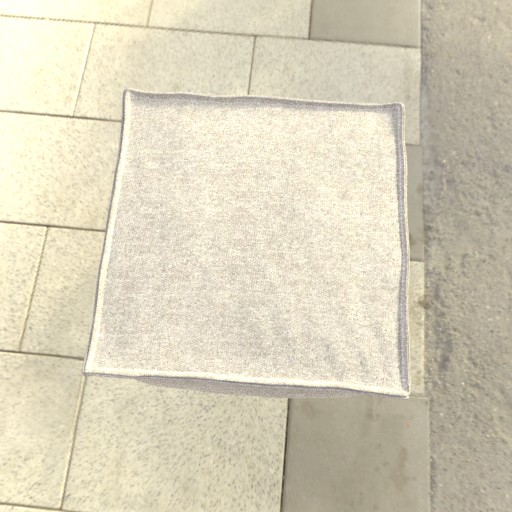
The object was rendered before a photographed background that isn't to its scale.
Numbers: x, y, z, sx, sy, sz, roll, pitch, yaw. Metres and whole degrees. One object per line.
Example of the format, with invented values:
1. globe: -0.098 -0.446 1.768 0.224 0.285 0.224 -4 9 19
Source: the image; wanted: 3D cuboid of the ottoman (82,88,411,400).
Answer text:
1. ottoman: 0.000 0.000 1.170 0.696 0.470 0.707 3 75 1
